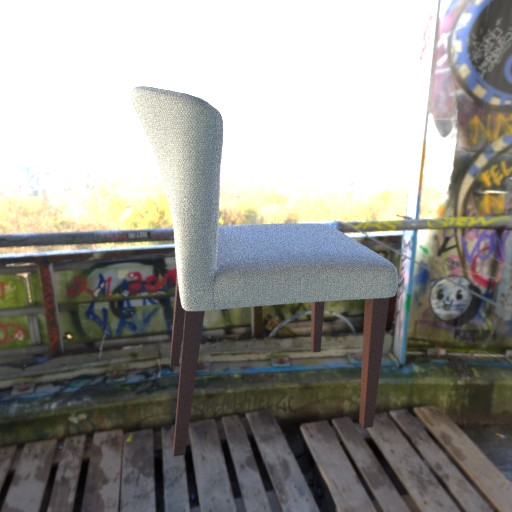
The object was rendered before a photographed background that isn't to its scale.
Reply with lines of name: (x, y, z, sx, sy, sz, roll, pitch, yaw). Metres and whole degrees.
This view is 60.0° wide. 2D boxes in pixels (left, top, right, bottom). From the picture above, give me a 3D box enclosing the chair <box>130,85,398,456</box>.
chair: (0.000, 0.000, 1.188, 0.589, 0.839, 0.491, -3, 17, -11)
